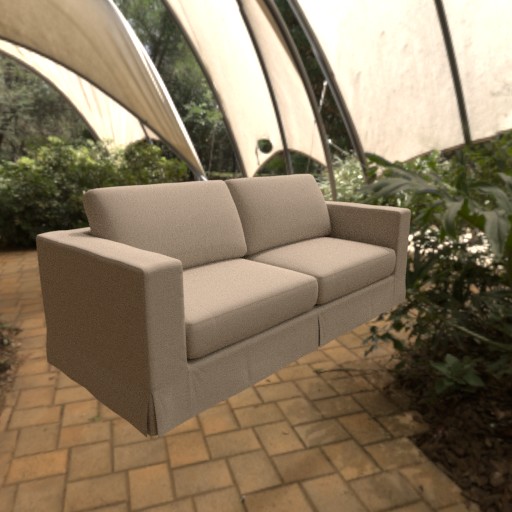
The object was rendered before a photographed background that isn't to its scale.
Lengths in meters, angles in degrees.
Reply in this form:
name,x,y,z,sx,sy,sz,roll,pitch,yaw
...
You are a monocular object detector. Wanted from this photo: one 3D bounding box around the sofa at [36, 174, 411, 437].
name,x,y,z,sx,sy,sz,roll,pitch,yaw
sofa,0.000,0.000,2.632,0.954,0.881,2.163,12,18,42
